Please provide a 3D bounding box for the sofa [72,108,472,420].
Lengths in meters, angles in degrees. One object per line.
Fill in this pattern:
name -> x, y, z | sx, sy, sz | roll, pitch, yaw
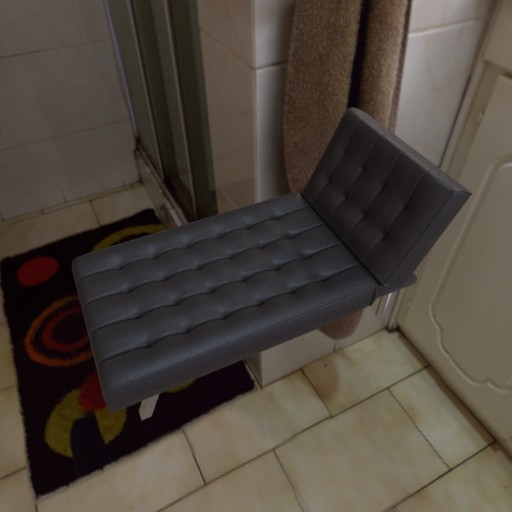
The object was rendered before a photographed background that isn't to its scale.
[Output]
sofa -> 0.000, 0.000, 2.009 | 1.560, 0.820, 0.760 | -19, 48, -17
